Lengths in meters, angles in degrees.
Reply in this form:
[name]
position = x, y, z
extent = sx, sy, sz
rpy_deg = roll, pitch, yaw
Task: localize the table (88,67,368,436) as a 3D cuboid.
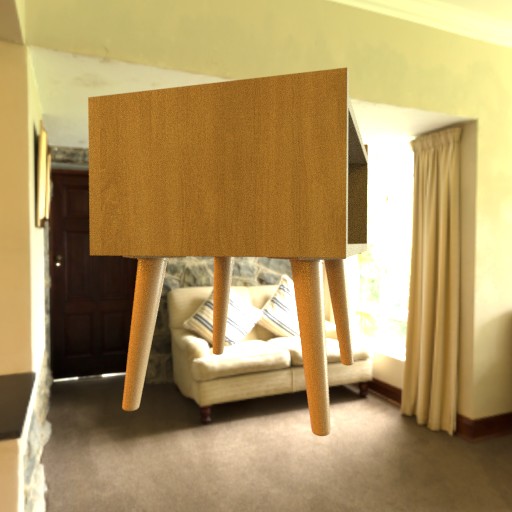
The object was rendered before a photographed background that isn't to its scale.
[table]
position = 0.000, 0.000, 0.810
extent = 0.370, 0.470, 0.450
rpy_deg = 1, 2, 17
